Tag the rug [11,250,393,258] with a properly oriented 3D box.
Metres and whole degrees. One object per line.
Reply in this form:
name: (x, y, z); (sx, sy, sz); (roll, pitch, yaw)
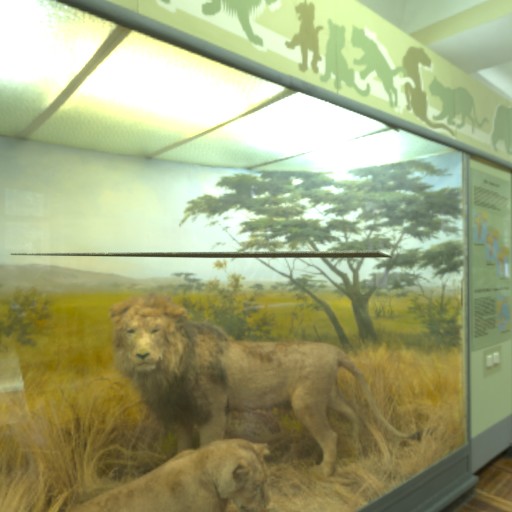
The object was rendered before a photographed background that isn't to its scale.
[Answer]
rug: (0.000, 0.000, 4.247); (2.438, 0.013, 3.353); (0, -1, 18)
